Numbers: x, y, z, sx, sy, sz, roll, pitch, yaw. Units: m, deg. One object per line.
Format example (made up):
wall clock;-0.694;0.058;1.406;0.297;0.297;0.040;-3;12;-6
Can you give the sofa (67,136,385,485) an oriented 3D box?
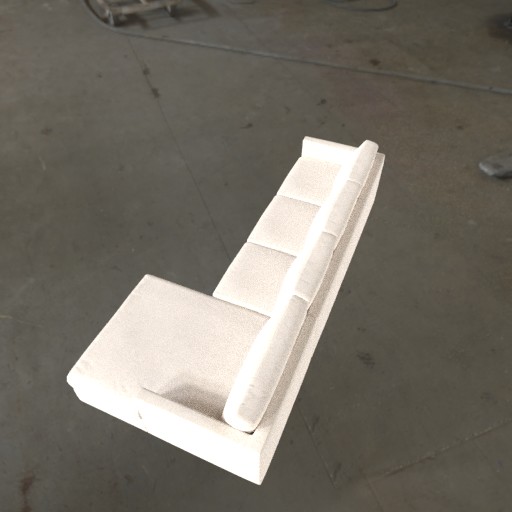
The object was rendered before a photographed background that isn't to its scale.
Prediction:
sofa;0.000;0.000;4.161;1.606;0.954;3.471;18;50;16
